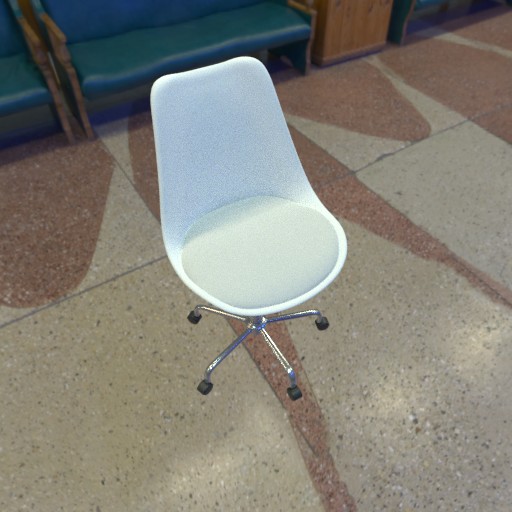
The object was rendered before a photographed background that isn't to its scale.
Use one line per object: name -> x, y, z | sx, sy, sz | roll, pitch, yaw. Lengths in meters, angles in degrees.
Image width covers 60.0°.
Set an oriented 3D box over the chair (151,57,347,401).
chair -> 0.000, 0.000, 1.308 | 0.550, 0.930, 0.550 | -23, 51, -20
